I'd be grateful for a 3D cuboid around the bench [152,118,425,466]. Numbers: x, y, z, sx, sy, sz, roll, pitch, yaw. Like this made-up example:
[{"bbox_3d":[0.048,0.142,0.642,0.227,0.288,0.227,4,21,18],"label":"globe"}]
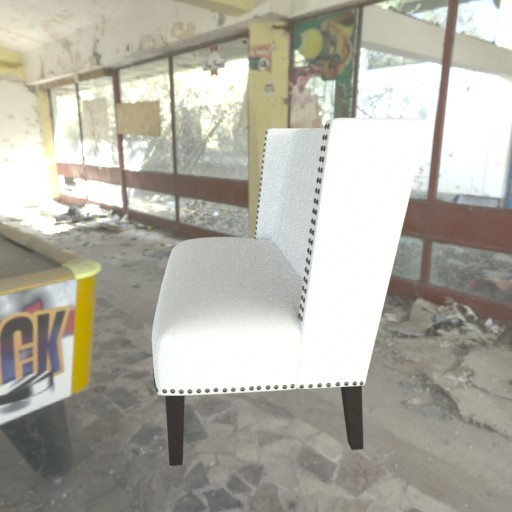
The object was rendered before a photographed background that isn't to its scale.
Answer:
[{"bbox_3d":[0.000,0.000,1.977,0.847,1.123,1.280,-2,15,-7],"label":"bench"}]
